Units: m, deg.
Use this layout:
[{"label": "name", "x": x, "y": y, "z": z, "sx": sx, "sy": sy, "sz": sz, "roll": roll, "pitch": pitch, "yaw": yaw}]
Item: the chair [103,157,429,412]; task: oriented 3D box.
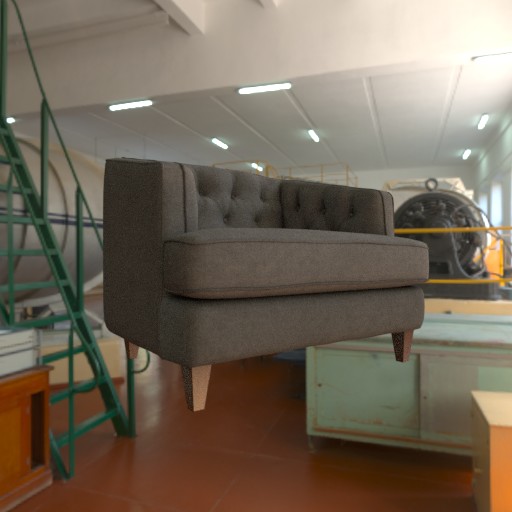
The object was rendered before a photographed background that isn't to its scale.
[{"label": "chair", "x": 0.000, "y": 0.000, "z": 1.798, "sx": 1.104, "sy": 0.852, "sz": 0.941, "roll": 0, "pitch": 0, "yaw": -36}]
